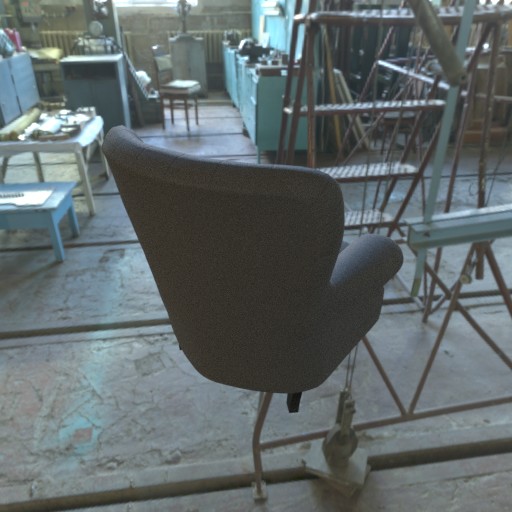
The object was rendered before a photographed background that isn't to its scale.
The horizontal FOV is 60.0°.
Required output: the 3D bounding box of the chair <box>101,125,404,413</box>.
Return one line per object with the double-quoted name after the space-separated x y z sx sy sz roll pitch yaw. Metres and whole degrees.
0.000 0.000 1.769 0.983 1.046 0.983 20 36 31 "chair"
